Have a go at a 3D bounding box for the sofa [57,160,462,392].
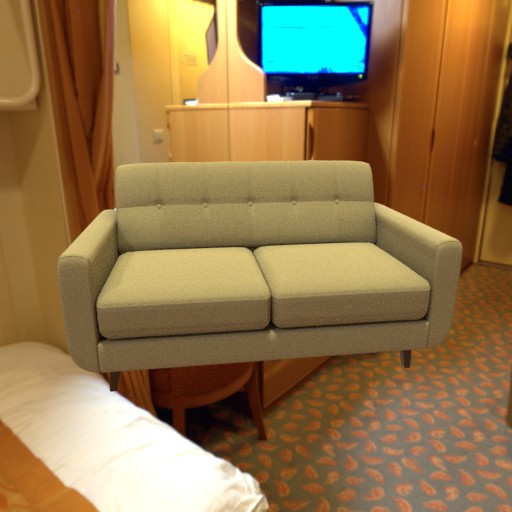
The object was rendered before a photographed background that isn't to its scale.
[{"bbox_3d":[0.000,0.000,2.257,1.655,0.892,0.980,-2,17,-8],"label":"sofa"}]
